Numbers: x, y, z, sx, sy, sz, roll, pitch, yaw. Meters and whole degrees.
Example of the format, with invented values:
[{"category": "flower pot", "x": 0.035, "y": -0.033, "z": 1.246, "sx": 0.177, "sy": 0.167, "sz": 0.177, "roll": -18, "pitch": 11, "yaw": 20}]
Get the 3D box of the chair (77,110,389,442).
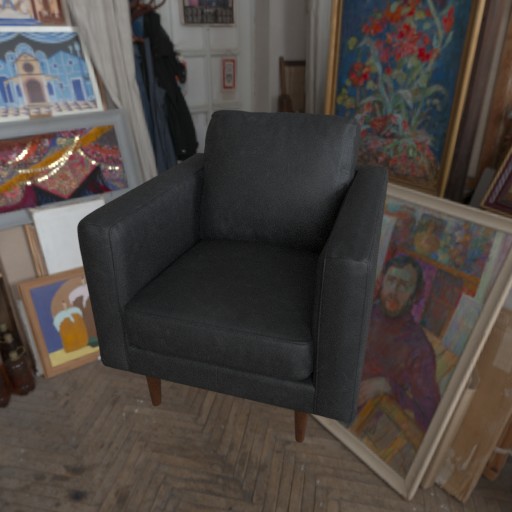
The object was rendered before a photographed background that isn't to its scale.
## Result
[{"category": "chair", "x": 0.000, "y": 0.000, "z": 1.571, "sx": 0.831, "sy": 0.898, "sz": 0.879, "roll": 8, "pitch": 27, "yaw": 16}]
